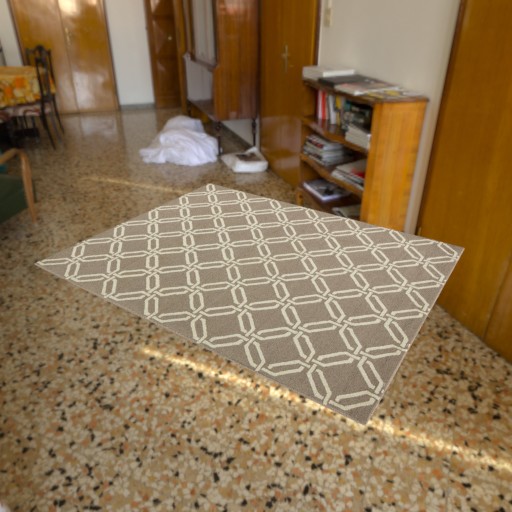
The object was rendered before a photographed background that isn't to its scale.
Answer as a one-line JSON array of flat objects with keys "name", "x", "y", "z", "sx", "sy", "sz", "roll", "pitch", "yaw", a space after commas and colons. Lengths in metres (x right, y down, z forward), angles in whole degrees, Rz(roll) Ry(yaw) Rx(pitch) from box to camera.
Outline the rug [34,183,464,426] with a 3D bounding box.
[{"name": "rug", "x": 0.000, "y": 0.000, "z": 3.788, "sx": 2.895, "sy": 0.018, "sz": 2.288, "roll": 18, "pitch": 34, "yaw": 29}]
